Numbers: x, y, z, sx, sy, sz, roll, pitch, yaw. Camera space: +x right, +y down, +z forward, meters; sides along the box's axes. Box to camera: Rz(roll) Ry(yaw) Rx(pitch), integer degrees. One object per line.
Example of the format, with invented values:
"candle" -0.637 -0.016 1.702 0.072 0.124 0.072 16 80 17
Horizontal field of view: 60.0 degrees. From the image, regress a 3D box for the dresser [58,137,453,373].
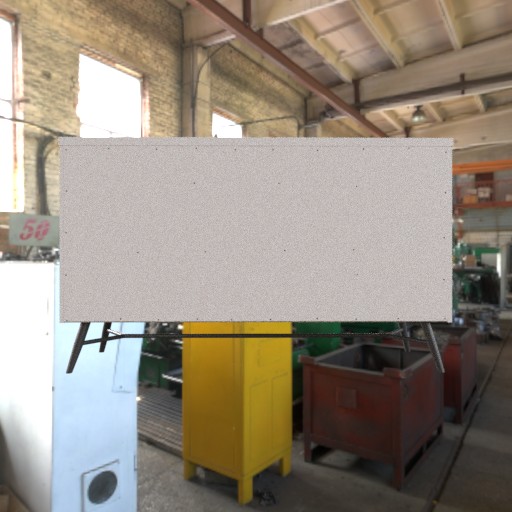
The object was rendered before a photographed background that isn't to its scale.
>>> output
"dresser" 0.000 0.000 1.937 1.524 0.914 0.457 0 0 -1
